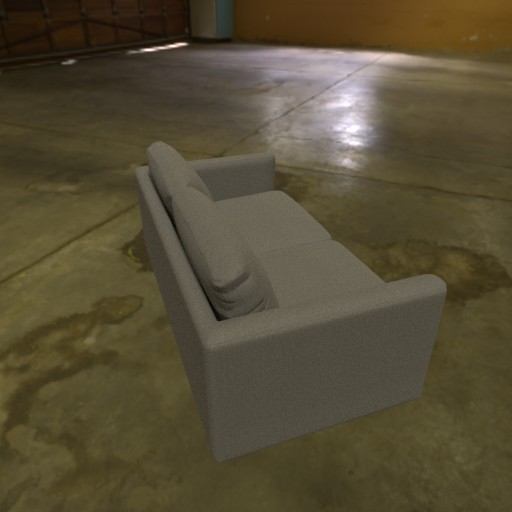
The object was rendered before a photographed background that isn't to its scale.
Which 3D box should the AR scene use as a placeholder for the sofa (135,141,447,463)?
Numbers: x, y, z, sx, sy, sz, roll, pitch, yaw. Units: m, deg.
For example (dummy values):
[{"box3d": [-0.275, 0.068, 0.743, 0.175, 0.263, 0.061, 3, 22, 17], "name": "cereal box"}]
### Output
[{"box3d": [0.000, 0.000, 2.236, 0.940, 0.866, 1.713, -11, 32, -17], "name": "sofa"}]
